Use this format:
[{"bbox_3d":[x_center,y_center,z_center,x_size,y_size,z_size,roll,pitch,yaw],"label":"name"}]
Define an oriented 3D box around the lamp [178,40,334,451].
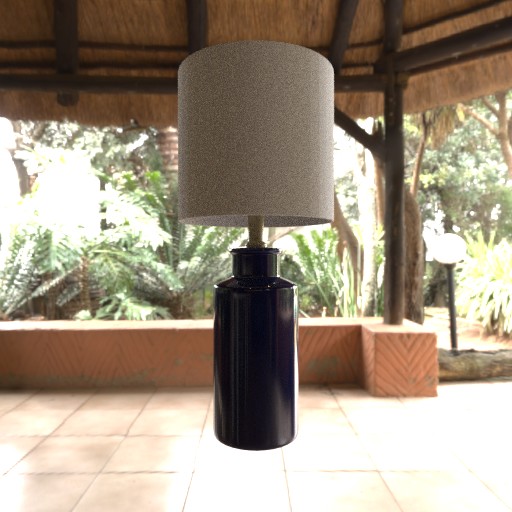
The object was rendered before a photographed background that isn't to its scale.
[{"bbox_3d":[0.000,0.000,0.611,0.212,0.493,0.212,0,0,-2],"label":"lamp"}]
